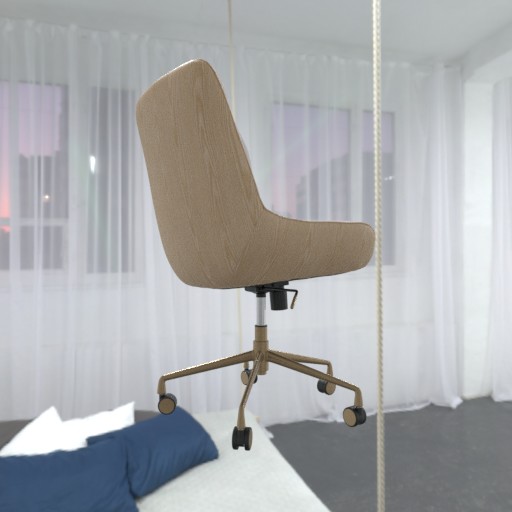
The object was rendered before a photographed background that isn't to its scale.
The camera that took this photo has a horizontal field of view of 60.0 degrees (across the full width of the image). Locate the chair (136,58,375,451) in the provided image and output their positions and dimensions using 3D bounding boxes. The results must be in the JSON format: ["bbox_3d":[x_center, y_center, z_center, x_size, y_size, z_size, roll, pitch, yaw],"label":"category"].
[{"bbox_3d":[0.000,0.000,1.360,0.668,0.952,0.564,0,-1,-37],"label":"chair"}]
